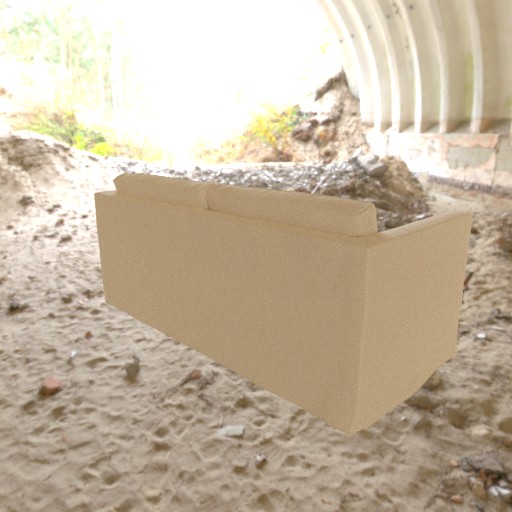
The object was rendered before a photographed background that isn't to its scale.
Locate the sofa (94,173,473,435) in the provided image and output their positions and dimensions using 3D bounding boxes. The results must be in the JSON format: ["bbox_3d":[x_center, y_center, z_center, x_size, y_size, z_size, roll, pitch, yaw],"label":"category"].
[{"bbox_3d":[0.000,0.000,2.484,1.987,0.870,0.940,15,22,43],"label":"sofa"}]
